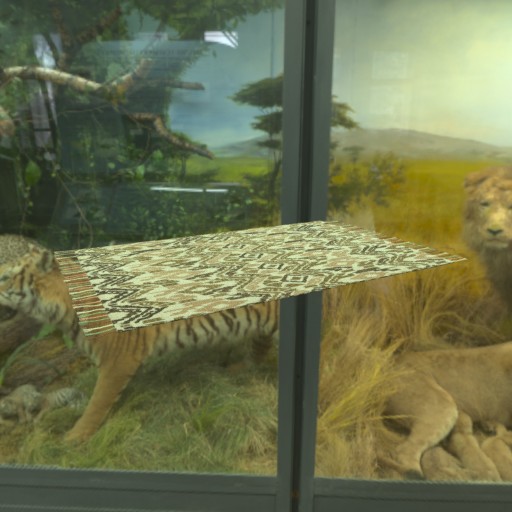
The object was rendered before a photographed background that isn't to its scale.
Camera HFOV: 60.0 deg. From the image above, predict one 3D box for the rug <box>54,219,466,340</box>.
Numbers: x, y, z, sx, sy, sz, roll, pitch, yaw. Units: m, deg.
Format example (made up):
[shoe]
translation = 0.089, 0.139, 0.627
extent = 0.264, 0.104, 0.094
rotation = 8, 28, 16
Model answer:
[rug]
translation = 0.000, 0.000, 3.034
extent = 2.438, 0.008, 1.524
rotation = -9, 19, -27
